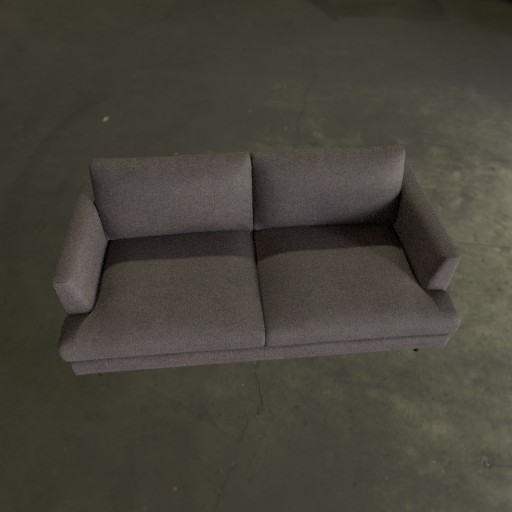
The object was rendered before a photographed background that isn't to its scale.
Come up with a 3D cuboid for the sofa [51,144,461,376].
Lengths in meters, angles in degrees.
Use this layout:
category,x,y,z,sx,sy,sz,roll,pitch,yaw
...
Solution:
category,x,y,z,sx,sy,sz,roll,pitch,yaw
sofa,0.000,0.000,2.436,1.948,0.868,1.020,-4,46,-3
